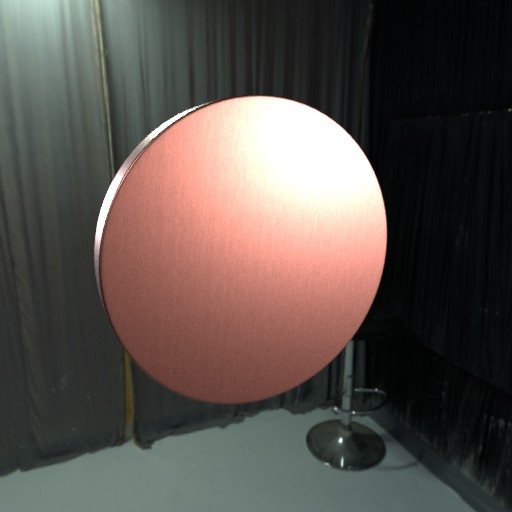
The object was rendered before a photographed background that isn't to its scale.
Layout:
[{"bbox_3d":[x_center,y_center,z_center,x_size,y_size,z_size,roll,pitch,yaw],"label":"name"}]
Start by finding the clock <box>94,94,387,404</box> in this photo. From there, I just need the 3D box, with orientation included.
[{"bbox_3d":[0.000,0.000,0.460,0.313,0.313,0.040,-6,15,-24],"label":"clock"}]
